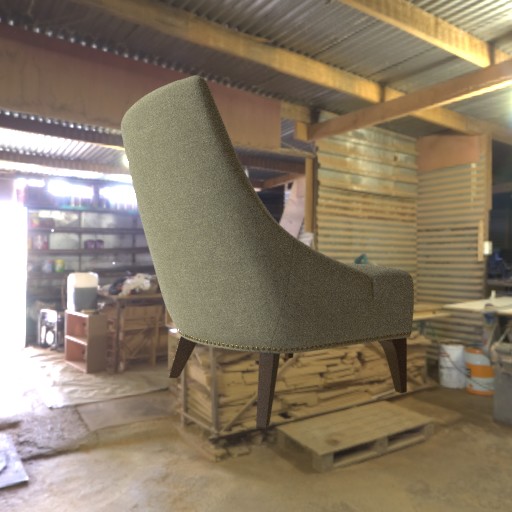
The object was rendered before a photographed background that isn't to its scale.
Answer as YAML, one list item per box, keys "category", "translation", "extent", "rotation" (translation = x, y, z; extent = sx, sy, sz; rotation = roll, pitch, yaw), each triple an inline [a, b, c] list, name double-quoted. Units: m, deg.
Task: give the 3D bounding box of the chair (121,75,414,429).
- category: "chair"
  translation: [0.000, 0.000, 1.521]
  extent: [0.861, 0.909, 0.701]
  rotation: [0, 0, -34]
